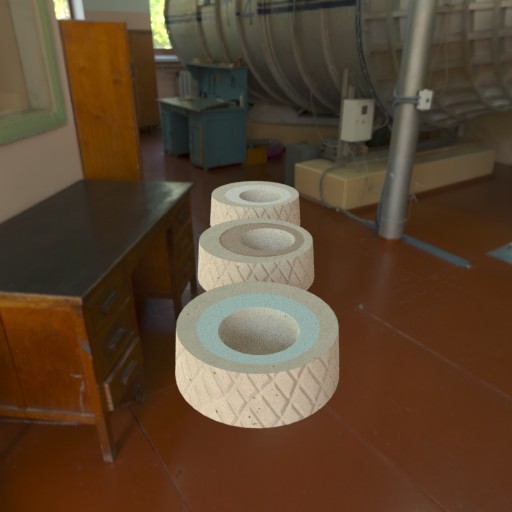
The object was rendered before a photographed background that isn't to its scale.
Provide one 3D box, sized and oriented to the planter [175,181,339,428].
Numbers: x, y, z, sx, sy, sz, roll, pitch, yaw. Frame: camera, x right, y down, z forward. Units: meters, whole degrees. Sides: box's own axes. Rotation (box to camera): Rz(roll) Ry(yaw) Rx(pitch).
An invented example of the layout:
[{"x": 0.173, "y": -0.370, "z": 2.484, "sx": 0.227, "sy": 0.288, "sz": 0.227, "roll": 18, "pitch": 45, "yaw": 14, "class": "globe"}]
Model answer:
[{"x": 0.000, "y": 0.000, "z": 0.428, "sx": 0.114, "sy": 0.038, "sz": 0.390, "roll": 0, "pitch": 26, "yaw": 0, "class": "planter"}]
